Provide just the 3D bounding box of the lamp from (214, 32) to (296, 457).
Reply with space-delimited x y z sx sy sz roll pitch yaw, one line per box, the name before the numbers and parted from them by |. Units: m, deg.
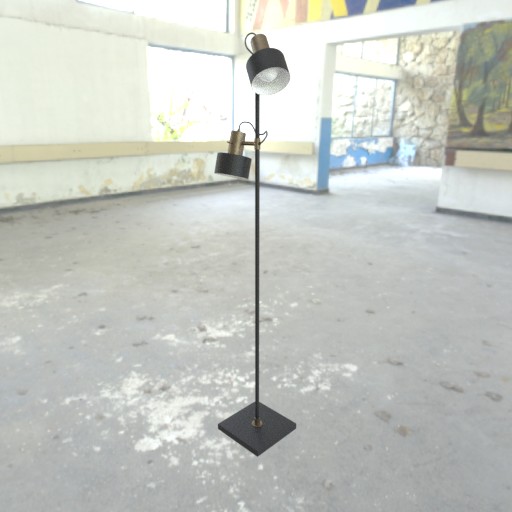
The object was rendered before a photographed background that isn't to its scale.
lamp | 0.000 0.000 1.641 0.315 1.505 0.233 16 23 42
